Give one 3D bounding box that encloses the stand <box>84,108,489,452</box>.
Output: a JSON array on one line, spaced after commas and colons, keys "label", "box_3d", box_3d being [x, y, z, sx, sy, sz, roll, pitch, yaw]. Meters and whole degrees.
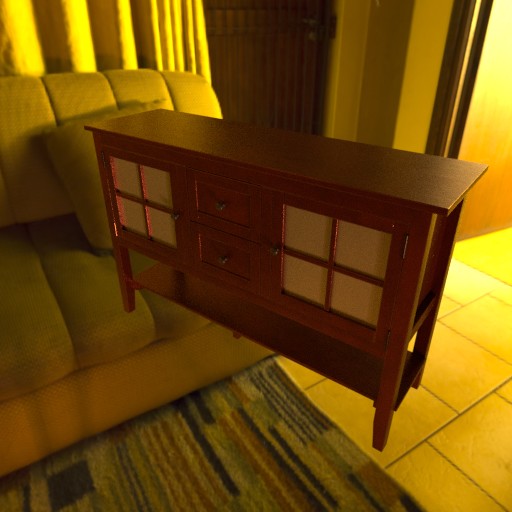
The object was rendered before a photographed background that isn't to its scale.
[{"label": "stand", "box_3d": [0.000, 0.000, 1.695, 1.362, 0.872, 0.410, 20, 35, 31]}]
